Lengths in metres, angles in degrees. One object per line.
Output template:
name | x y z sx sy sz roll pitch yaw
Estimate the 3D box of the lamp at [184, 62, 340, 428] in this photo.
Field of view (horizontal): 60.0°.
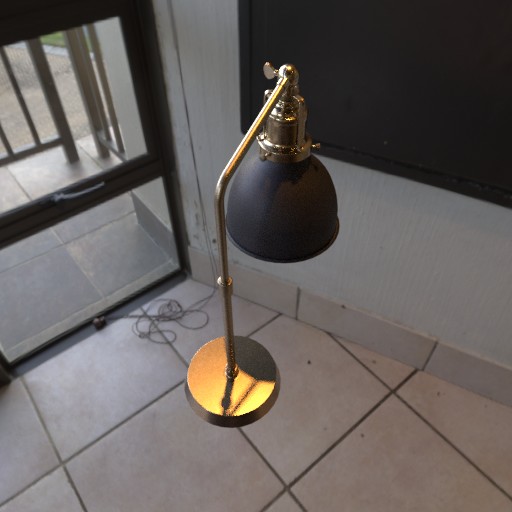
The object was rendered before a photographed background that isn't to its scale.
lamp | 0.000 0.000 0.584 0.160 0.456 0.291 25 51 22
